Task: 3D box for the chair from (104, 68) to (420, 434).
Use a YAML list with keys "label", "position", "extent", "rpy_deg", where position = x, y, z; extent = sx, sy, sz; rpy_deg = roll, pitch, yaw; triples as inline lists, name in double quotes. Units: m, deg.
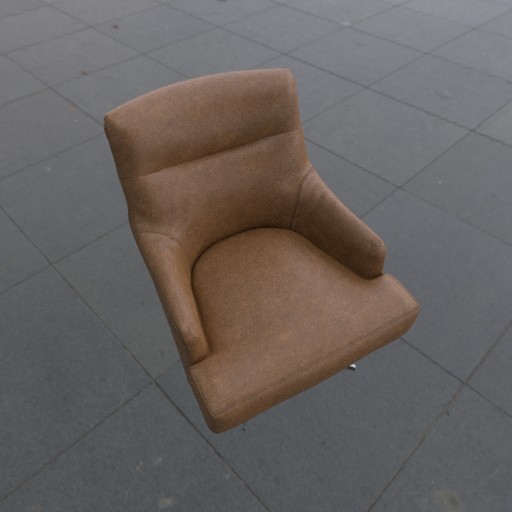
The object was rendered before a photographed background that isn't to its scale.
- label: "chair"
  position: [0.000, 0.000, 1.470]
  extent: [0.729, 0.869, 0.874]
  rpy_deg: [-22, 51, -20]
